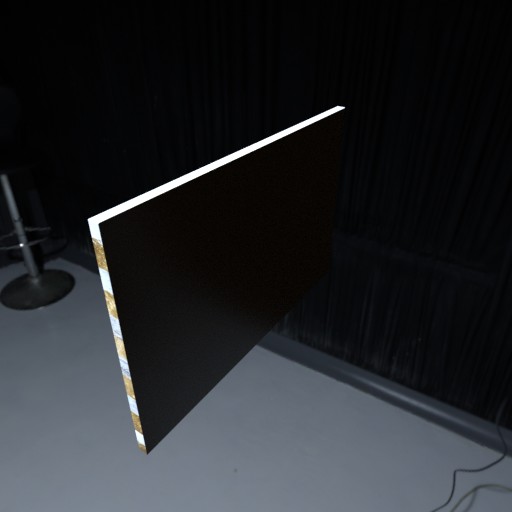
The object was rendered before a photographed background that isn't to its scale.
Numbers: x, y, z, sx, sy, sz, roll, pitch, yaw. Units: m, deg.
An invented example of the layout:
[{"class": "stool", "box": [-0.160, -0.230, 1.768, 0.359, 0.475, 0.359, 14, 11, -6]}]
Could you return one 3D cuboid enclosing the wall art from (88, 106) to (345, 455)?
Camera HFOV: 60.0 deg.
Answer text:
[{"class": "wall art", "box": [0.000, 0.000, 1.207, 0.027, 0.610, 0.932, 20, 37, 29]}]
